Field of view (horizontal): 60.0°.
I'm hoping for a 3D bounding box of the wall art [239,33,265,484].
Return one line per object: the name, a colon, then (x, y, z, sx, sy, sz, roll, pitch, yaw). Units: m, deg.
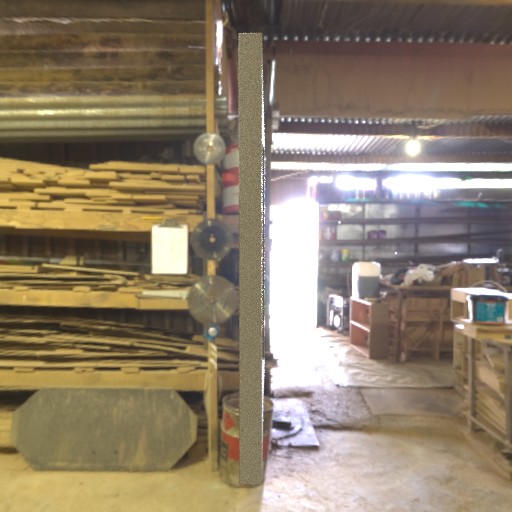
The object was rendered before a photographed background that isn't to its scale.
wall art: (0.000, 0.000, 0.673, 0.023, 0.453, 0.455, 0, 1, 1)
